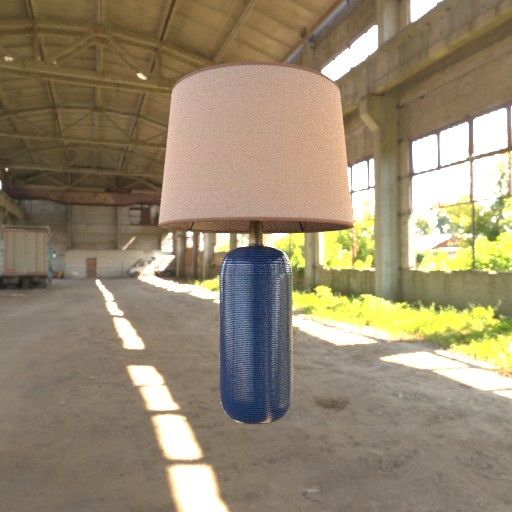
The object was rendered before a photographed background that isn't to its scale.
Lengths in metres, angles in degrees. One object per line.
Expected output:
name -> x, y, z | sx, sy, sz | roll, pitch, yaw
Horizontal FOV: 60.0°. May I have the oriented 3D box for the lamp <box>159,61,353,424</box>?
lamp -> 0.000, 0.000, 0.853 | 0.367, 0.609, 0.367 | 0, 0, 0
